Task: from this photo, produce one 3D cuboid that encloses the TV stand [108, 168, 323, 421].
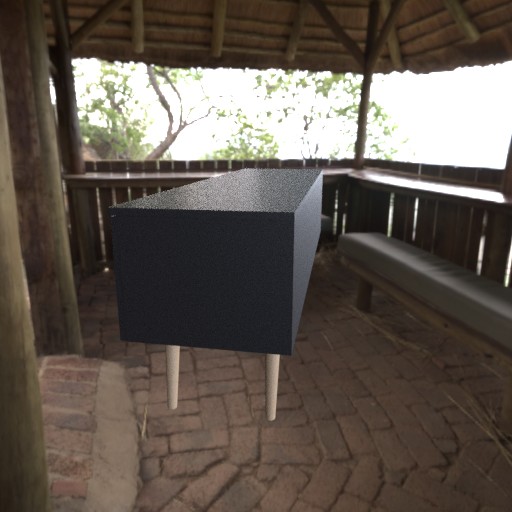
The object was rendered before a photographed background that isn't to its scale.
[{"bbox_3d":[0.000,0.000,1.543,0.390,0.518,1.312,3,15,10],"label":"TV stand"}]
